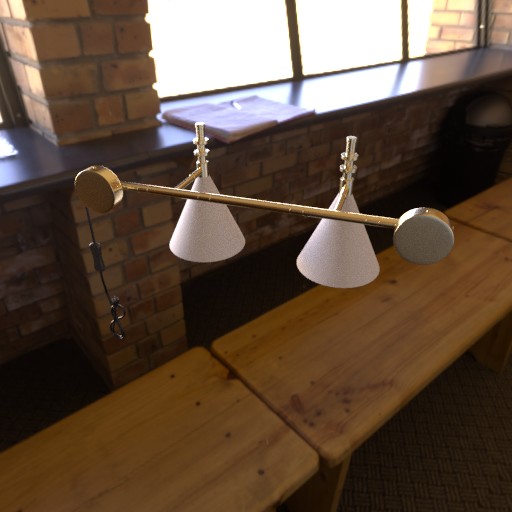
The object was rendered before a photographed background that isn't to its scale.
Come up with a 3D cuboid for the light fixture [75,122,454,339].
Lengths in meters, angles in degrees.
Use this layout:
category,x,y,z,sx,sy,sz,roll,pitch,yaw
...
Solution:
category,x,y,z,sx,sy,sz,roll,pitch,yaw
light fixture,0.000,0.000,0.858,0.642,0.468,0.239,10,33,16
